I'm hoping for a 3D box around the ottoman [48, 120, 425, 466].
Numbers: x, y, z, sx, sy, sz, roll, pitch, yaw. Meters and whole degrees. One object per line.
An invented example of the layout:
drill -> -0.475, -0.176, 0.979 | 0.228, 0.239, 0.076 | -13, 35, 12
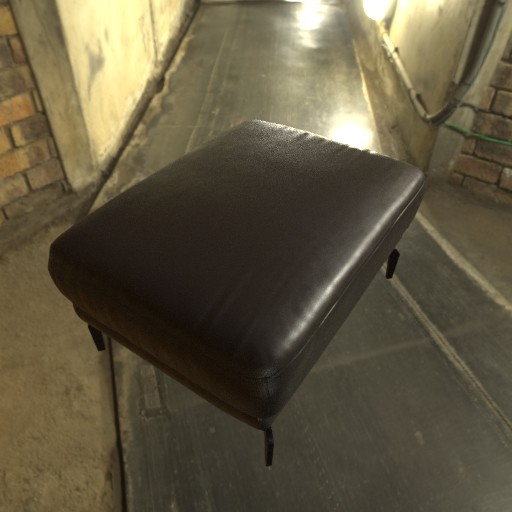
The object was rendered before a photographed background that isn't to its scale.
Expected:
ottoman -> 0.000, 0.000, 1.093 | 0.570, 0.402, 0.764 | 24, 47, 25
